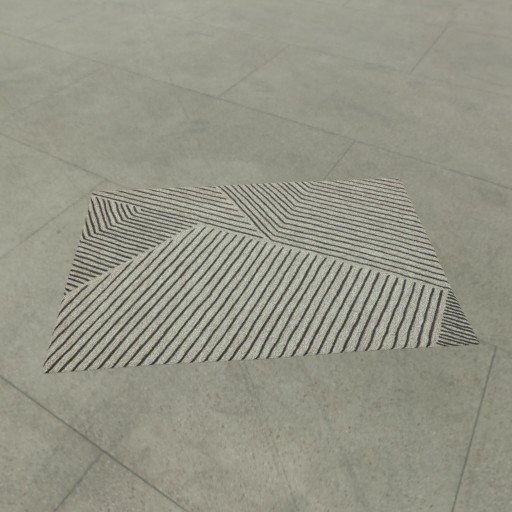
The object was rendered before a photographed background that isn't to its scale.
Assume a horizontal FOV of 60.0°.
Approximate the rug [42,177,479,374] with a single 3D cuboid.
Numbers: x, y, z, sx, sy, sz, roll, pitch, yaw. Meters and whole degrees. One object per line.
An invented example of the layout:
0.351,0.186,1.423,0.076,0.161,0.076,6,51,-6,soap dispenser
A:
0.000,0.000,2.941,2.406,0.023,1.539,-3,47,-3,rug
